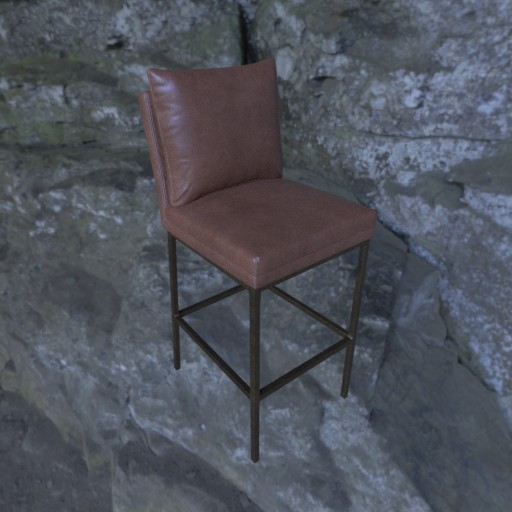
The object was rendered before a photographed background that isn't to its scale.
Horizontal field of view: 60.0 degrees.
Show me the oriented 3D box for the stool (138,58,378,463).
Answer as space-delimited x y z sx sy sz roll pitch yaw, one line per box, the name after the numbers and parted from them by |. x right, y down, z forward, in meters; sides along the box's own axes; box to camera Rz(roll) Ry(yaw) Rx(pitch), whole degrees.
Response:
0.000 0.000 1.437 0.463 1.124 0.571 -22 36 -33 | stool
